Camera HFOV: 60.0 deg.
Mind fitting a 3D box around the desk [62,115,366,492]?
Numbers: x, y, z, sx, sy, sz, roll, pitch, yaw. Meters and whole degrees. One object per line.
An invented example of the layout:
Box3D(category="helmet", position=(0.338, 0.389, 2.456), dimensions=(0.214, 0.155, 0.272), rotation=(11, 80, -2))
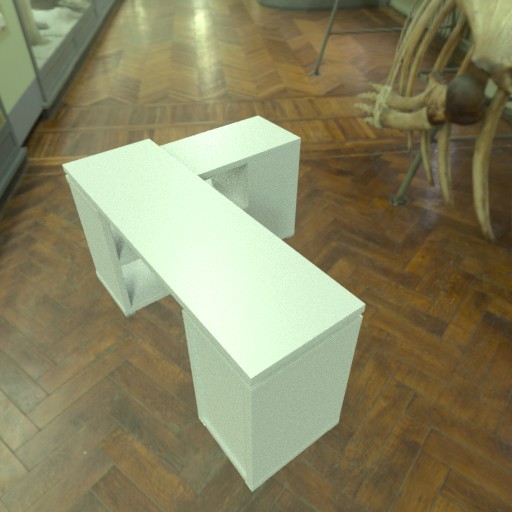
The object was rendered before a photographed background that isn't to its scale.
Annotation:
Box3D(category="desk", position=(0.000, 0.000, 2.205), dimensions=(1.200, 0.753, 1.524), rotation=(-26, 47, -28))
